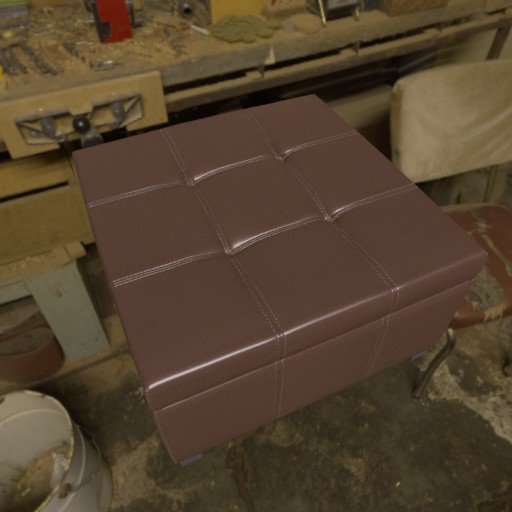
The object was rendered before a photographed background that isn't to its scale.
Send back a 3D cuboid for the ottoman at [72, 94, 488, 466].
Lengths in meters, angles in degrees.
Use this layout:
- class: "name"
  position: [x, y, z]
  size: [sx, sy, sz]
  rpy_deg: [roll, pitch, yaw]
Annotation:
- class: "ottoman"
  position: [0.000, 0.000, 1.254]
  size: [0.787, 0.460, 0.788]
  rpy_deg: [-19, 51, -16]
